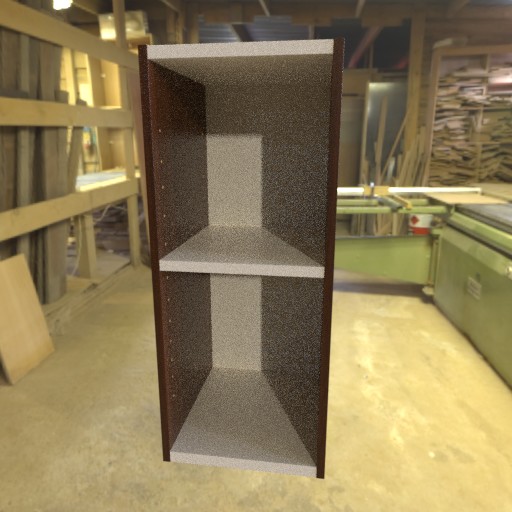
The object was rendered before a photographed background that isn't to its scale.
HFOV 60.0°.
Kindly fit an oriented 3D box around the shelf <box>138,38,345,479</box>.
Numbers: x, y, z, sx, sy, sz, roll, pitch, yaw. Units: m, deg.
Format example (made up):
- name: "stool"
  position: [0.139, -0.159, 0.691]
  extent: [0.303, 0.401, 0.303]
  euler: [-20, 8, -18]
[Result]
- name: "shelf"
  position: [0.000, 0.000, 0.740]
  extent: [0.253, 0.600, 0.290]
  euler: [2, 15, 8]
